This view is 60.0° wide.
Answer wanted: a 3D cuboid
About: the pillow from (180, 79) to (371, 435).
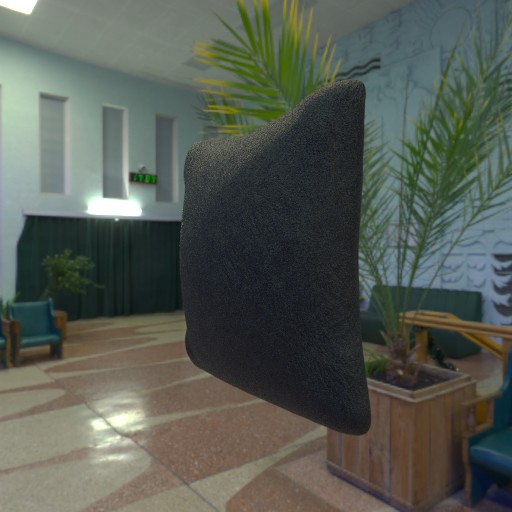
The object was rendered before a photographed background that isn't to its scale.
[{"bbox_3d":[0.000,0.000,0.832,0.210,0.523,0.533,0,1,-35],"label":"pillow"}]
